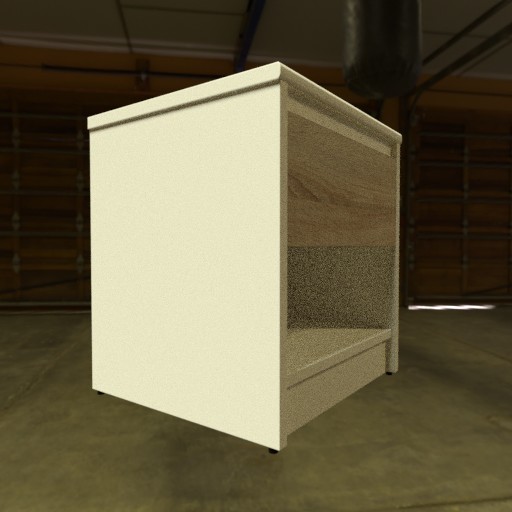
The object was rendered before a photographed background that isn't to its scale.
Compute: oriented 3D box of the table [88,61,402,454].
[{"bbox_3d":[0.000,0.000,0.792,0.380,0.460,0.420,1,2,36],"label":"table"}]
